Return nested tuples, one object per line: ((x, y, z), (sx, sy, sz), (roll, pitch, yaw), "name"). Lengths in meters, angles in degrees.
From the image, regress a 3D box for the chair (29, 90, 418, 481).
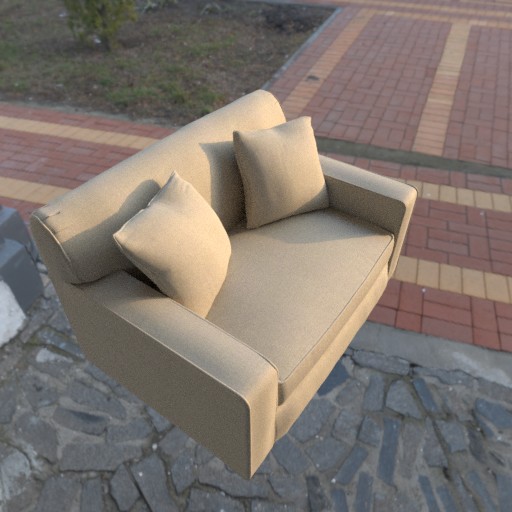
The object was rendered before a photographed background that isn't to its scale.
((0.000, 0.000, 1.989), (1.000, 0.948, 1.383), (26, 48, 26), "chair")
